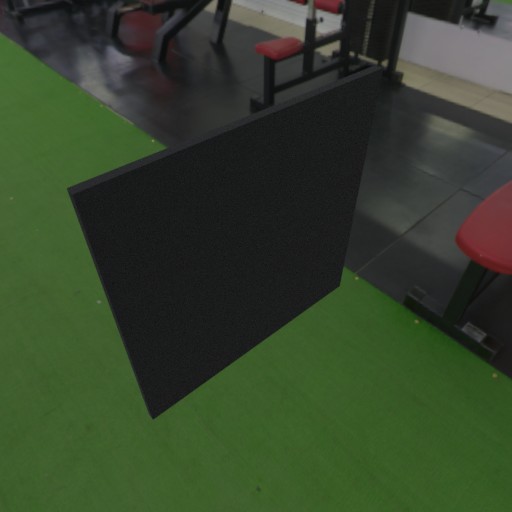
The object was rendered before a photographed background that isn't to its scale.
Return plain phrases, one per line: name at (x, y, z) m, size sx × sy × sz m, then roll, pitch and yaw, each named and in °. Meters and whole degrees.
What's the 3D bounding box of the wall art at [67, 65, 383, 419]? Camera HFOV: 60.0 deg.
wall art at (0.000, 0.000, 0.679) m, size 0.456 × 0.458 × 0.013 m, roll -31°, pitch 52°, yaw -27°
